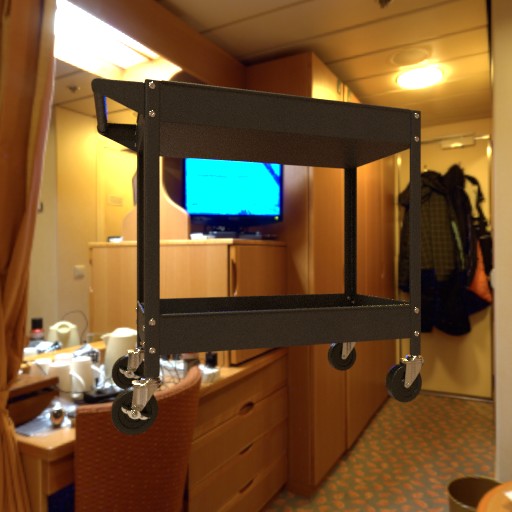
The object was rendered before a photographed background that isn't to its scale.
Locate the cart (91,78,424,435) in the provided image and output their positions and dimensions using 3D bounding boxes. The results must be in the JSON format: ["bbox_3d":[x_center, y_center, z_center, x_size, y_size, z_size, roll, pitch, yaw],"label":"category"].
[{"bbox_3d":[0.000,0.000,1.137,0.779,0.719,0.366,0,0,-18],"label":"cart"}]
